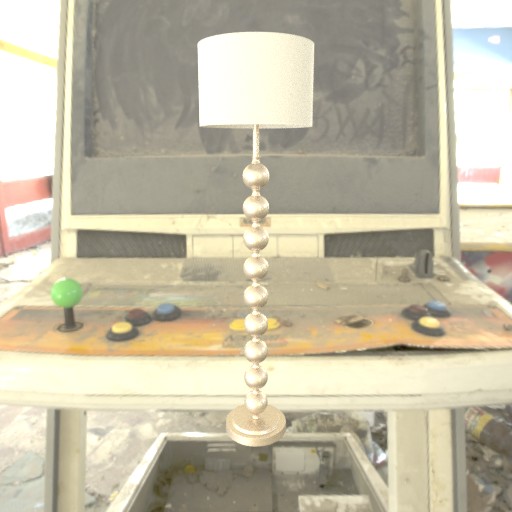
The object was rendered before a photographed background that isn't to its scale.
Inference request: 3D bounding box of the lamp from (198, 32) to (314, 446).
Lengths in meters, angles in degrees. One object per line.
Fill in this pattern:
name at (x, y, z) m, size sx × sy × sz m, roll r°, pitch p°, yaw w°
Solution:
lamp at (0.000, 0.000, 1.674) m, size 0.394 × 1.474 × 0.394 m, roll 7°, pitch 16°, yaw 26°
